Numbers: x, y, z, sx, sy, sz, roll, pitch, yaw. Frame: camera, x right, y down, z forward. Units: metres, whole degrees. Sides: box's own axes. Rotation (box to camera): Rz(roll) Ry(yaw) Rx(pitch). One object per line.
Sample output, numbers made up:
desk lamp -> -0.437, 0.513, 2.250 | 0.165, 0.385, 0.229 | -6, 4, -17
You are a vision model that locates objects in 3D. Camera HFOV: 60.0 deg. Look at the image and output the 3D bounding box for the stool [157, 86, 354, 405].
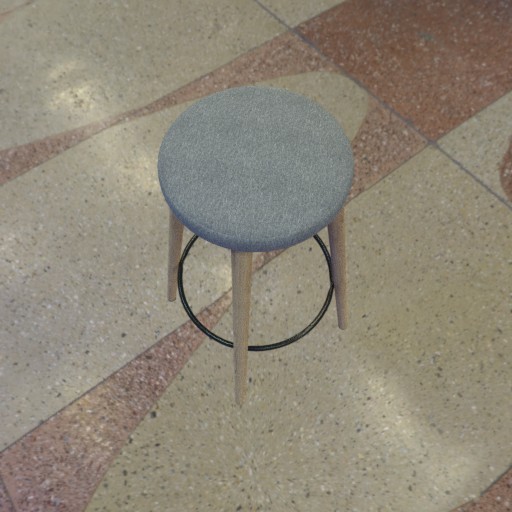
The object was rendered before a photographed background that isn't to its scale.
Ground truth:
stool -> 0.000, 0.000, 1.037 | 0.410, 0.770, 0.410 | -32, 68, -15
